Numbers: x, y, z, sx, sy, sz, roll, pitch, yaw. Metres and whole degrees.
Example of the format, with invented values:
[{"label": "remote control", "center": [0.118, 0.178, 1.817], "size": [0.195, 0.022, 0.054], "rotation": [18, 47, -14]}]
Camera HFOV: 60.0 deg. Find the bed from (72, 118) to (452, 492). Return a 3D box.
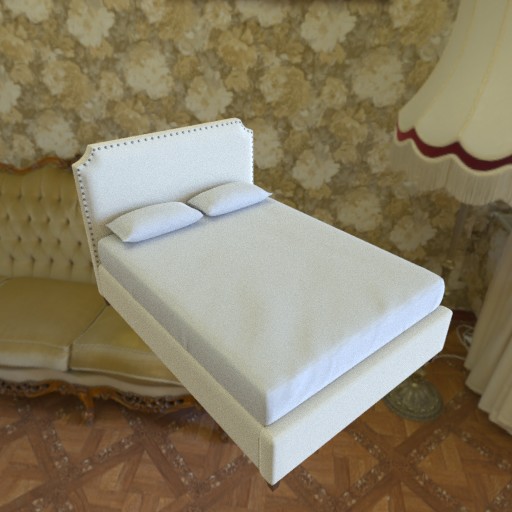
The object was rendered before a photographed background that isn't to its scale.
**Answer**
[{"label": "bed", "center": [0.000, 0.000, 3.305], "size": [1.703, 1.415, 2.329], "rotation": [-22, 37, -33]}]
